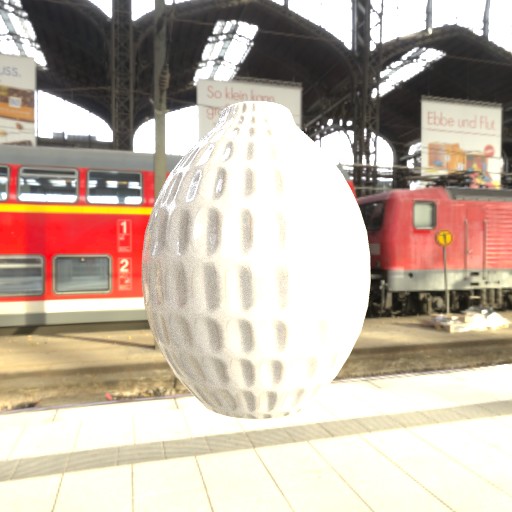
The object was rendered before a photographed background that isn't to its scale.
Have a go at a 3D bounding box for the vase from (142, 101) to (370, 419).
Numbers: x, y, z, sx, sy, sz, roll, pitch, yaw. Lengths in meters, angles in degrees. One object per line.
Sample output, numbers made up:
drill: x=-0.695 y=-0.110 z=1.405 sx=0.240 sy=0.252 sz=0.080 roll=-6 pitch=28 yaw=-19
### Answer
vase: x=0.000 y=0.000 z=0.256 sx=0.128 sy=0.167 sz=0.128 roll=0 pitch=1 yaw=0
